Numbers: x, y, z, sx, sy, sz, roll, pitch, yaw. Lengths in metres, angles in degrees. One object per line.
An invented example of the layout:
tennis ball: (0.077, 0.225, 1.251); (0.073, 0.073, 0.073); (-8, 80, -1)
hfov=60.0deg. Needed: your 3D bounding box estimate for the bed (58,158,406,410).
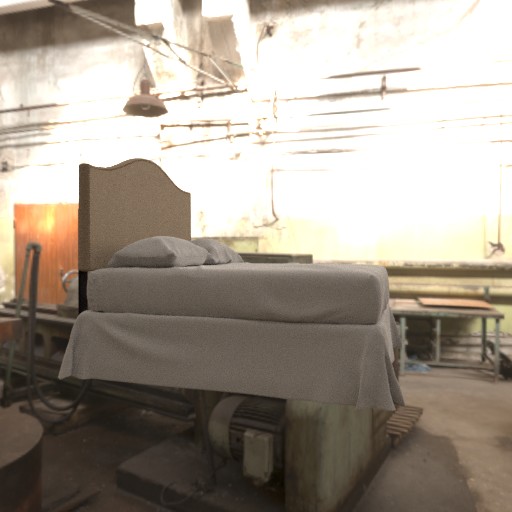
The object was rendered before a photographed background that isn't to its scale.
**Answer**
bed: (0.000, 0.000, 3.499); (2.221, 1.645, 1.876); (0, 1, 18)
